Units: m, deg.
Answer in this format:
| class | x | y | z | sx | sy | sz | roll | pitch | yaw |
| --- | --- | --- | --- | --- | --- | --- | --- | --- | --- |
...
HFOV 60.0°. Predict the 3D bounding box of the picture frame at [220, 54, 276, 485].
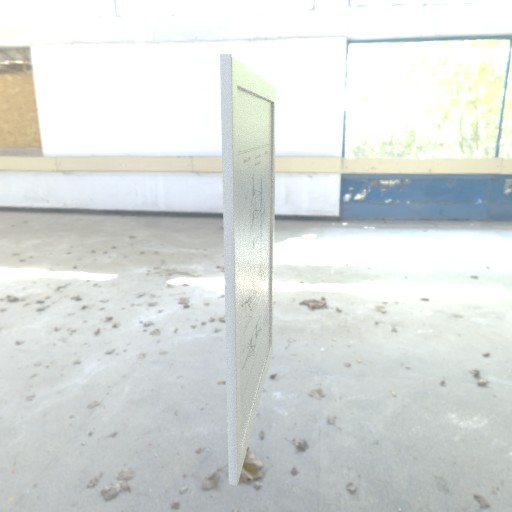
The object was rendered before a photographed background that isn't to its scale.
| class | x | y | z | sx | sy | sz | roll | pitch | yaw |
| --- | --- | --- | --- | --- | --- | --- | --- | --- | --- |
| picture frame | 0.000 | 0.000 | 0.702 | 0.012 | 0.534 | 0.381 | 3 | 16 | 9 |
